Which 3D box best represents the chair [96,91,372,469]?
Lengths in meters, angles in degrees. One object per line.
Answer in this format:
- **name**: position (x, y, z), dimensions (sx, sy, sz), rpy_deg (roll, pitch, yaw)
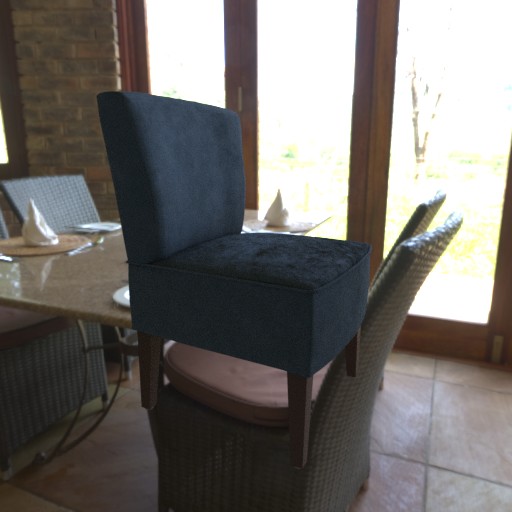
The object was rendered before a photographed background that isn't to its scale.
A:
- **chair**: position (0.000, 0.000, 1.164), dimensions (0.551, 0.806, 0.521), rpy_deg (6, 15, 26)
